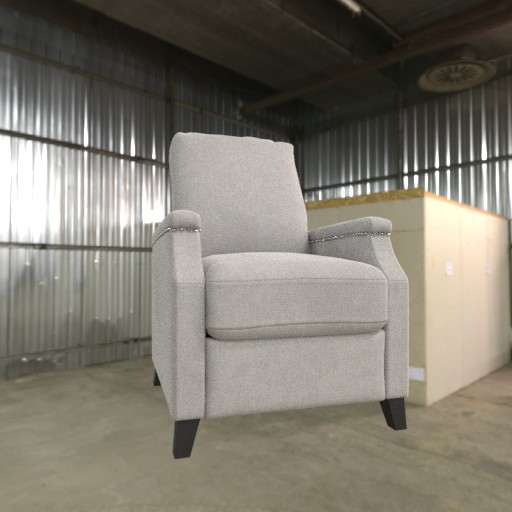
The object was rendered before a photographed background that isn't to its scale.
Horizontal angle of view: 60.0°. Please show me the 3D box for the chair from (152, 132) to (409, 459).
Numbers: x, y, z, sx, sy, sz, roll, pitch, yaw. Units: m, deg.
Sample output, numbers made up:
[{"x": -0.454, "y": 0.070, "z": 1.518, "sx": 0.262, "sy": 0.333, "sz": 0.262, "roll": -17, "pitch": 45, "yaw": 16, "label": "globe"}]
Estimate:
[{"x": 0.000, "y": 0.000, "z": 1.626, "sx": 0.710, "sy": 1.049, "sz": 0.922, "roll": 0, "pitch": -1, "yaw": -17, "label": "chair"}]
